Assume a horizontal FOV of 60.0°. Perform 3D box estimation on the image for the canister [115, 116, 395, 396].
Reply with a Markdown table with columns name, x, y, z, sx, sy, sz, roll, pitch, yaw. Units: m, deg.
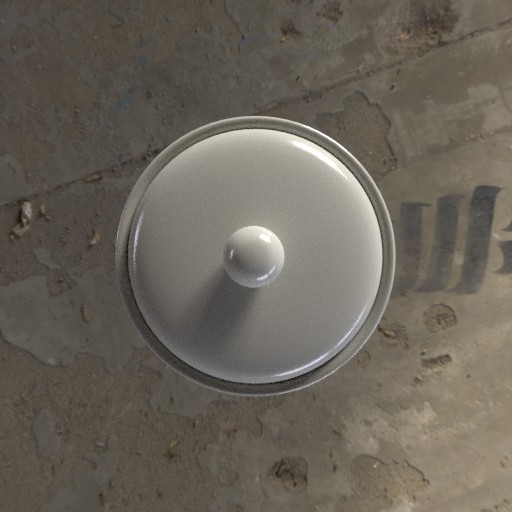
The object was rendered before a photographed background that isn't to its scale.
| name | x | y | z | sx | sy | sz | roll | pitch | yaw |
| --- | --- | --- | --- | --- | --- | --- | --- | --- | --- |
| canister | 0.000 | 0.000 | 0.345 | 0.182 | 0.208 | 0.182 | 0 | 90 | 1 |
